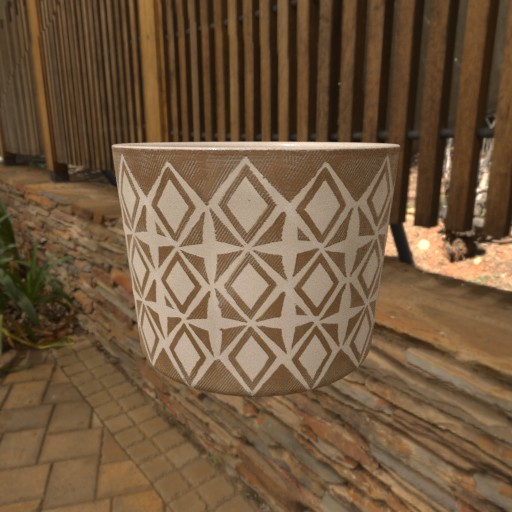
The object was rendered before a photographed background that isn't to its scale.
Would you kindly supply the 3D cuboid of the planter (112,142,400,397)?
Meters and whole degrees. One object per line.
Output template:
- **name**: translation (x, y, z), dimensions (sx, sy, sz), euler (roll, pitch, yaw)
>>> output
- **planter**: translation (0.000, 0.000, 0.447), dimensions (0.260, 0.220, 0.260), euler (0, 15, 0)
